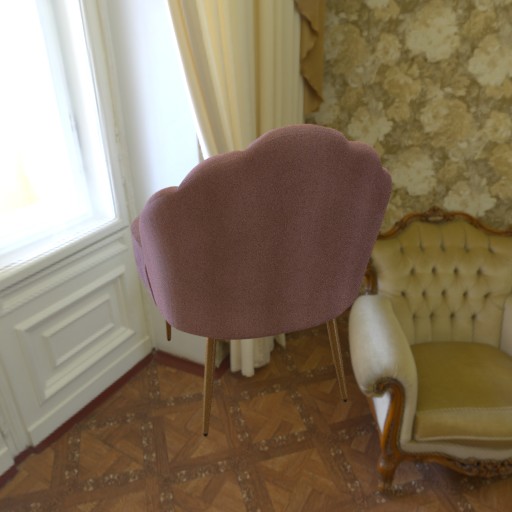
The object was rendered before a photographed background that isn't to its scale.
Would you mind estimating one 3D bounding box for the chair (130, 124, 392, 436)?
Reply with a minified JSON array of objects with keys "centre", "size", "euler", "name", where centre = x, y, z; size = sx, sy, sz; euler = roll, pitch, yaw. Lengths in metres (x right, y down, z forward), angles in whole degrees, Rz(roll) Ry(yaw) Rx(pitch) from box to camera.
[{"centre":[0.000,0.000,1.252],"size":[0.657,0.819,0.599],"euler":[-8,28,-16],"name":"chair"}]
